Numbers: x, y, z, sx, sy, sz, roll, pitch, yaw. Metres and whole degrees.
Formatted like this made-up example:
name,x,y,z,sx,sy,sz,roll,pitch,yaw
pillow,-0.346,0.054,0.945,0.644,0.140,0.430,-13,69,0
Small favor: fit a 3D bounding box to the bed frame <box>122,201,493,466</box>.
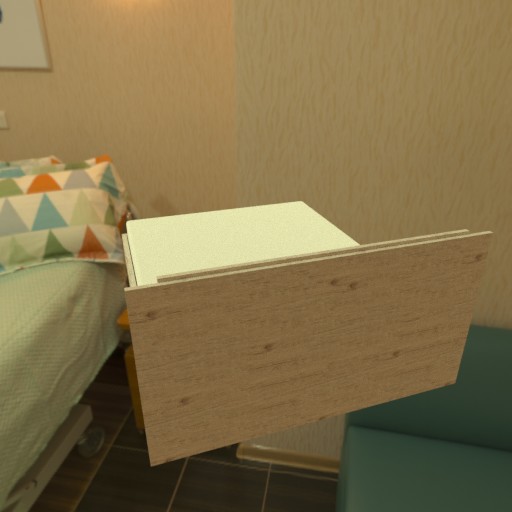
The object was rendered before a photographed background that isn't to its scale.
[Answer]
name,x,y,z,sx,sy,sz,roll,pitch,yaw
bed frame,0.000,0.000,3.009,1.750,0.970,2.080,-8,27,-17
